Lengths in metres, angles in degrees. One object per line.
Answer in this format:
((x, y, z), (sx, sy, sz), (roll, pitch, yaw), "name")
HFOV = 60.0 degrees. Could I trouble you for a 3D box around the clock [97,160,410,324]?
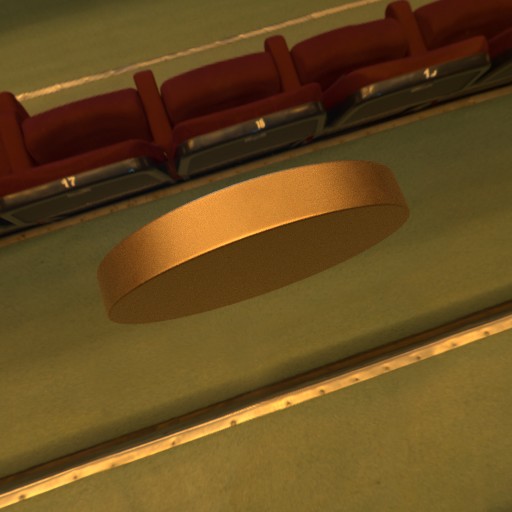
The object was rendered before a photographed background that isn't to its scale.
((0.000, 0.000, 0.463), (0.314, 0.314, 0.040), (-18, 78, -4), "clock")
